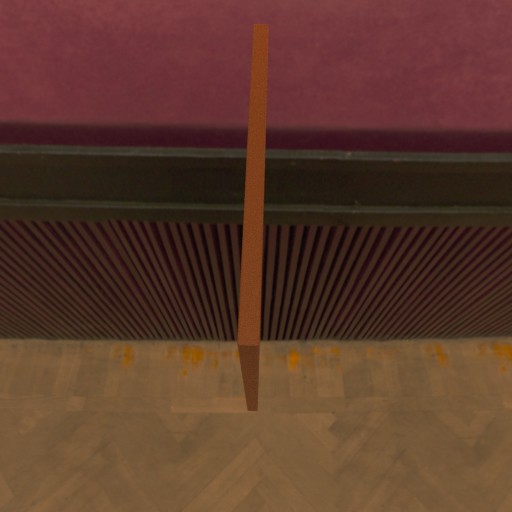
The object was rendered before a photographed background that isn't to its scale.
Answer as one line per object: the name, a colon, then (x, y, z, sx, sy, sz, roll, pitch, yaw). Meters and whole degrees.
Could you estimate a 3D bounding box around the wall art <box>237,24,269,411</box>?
wall art: (0.000, 0.000, 0.527, 0.015, 0.379, 0.310, 2, 65, 1)
